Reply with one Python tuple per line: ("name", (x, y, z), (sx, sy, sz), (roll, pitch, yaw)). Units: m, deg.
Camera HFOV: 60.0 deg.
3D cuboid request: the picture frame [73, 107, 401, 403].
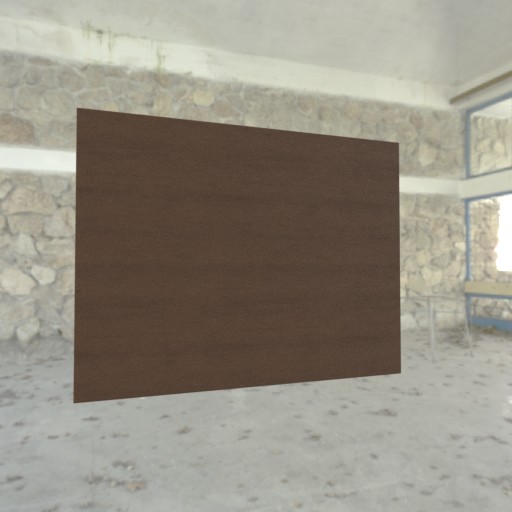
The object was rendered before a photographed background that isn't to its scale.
("picture frame", (0.000, 0.000, 1.757), (1.329, 1.018, 0.045), (1, -2, -19))
